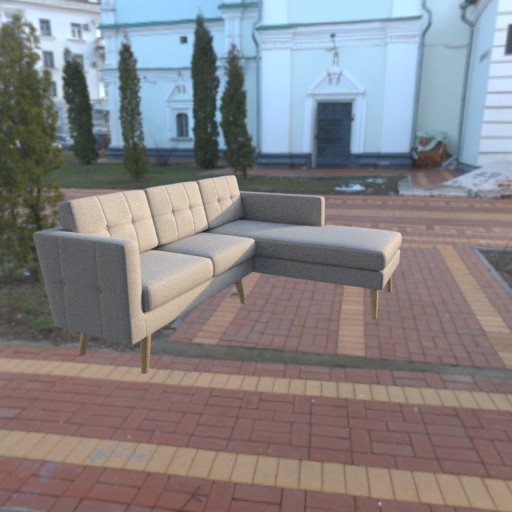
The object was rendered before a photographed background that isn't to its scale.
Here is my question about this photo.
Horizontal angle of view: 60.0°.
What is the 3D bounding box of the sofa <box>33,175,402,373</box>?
[{"bbox_3d":[0.000,0.000,2.849,1.530,0.860,2.040,7,17,25],"label":"sofa"}]
